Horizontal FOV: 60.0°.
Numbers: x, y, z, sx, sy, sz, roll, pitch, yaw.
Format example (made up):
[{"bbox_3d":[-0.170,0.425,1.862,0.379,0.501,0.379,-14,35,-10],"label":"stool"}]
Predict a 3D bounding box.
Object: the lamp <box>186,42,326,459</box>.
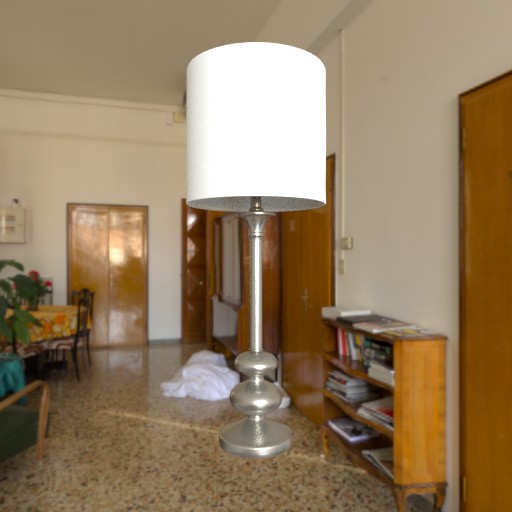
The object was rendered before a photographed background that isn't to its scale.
[{"bbox_3d":[0.000,0.000,0.817,0.254,0.690,0.254,0,0,37],"label":"lamp"}]
